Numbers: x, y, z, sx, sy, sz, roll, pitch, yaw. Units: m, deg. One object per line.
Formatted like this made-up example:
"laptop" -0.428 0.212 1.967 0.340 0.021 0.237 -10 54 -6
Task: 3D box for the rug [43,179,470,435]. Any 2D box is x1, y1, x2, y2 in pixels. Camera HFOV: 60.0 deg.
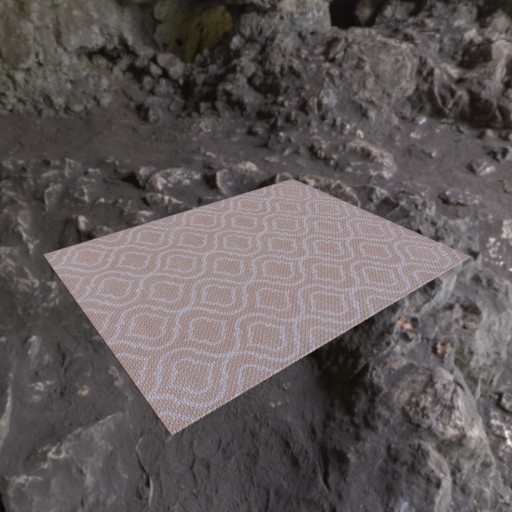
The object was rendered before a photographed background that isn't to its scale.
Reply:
"rug" 0.000 0.000 3.821 2.894 0.013 2.286 -22 38 -32
